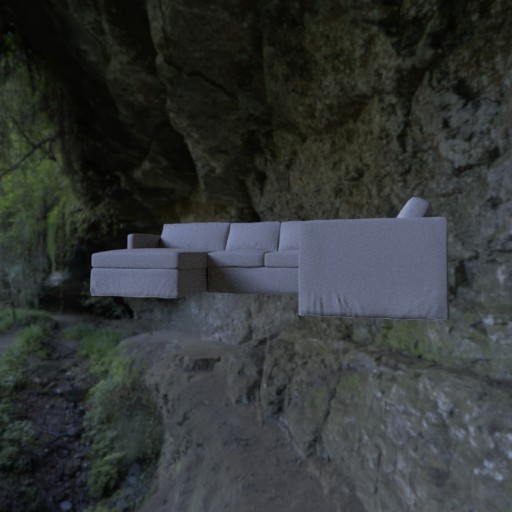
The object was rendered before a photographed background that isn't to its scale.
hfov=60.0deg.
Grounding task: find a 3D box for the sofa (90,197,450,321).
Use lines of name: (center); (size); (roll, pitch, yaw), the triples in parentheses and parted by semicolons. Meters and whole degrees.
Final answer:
sofa: (0.000, 0.000, 4.633); (3.528, 0.878, 2.476); (0, 0, 17)
